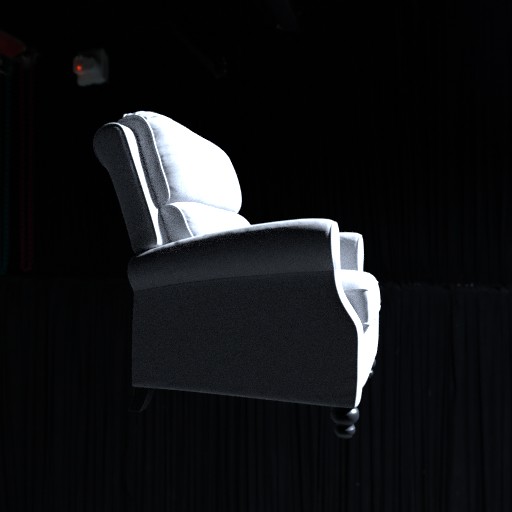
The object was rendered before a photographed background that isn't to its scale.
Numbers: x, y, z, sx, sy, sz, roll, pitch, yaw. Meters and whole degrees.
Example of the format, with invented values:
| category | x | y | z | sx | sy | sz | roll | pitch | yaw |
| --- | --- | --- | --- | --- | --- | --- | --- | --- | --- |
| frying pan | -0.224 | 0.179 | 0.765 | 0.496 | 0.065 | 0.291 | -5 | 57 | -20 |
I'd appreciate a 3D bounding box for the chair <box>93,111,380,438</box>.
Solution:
| category | x | y | z | sx | sy | sz | roll | pitch | yaw |
| --- | --- | --- | --- | --- | --- | --- | --- | --- | --- |
| chair | 0.000 | 0.000 | 1.732 | 0.919 | 1.046 | 0.859 | 0 | 0 | 19 |
